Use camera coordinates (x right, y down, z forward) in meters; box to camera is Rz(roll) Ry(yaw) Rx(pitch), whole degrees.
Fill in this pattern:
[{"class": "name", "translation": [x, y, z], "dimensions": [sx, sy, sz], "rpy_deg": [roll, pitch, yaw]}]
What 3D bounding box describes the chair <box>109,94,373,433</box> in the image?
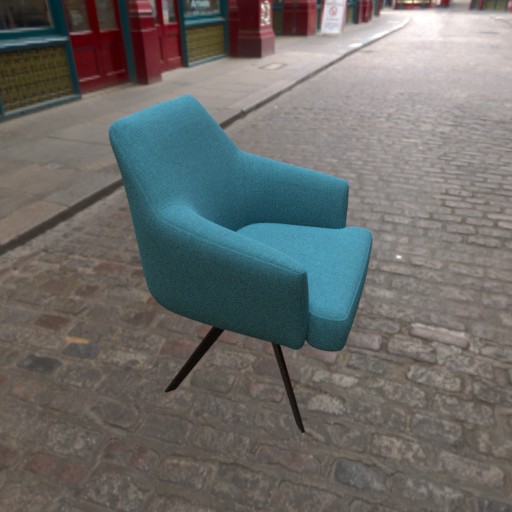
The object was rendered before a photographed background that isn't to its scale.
[{"class": "chair", "translation": [0.000, 0.000, 1.393], "dimensions": [0.677, 0.874, 0.642], "rpy_deg": [10, 31, 17]}]
